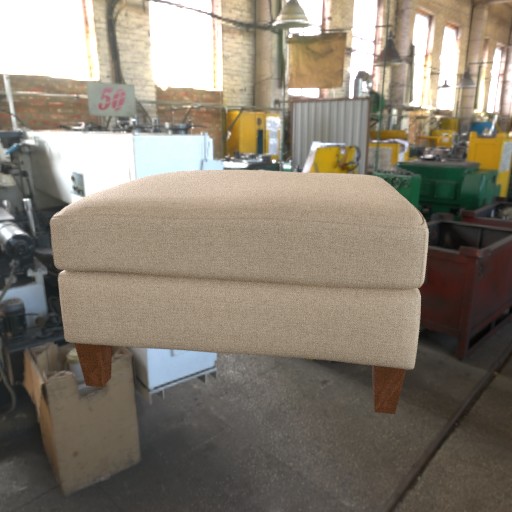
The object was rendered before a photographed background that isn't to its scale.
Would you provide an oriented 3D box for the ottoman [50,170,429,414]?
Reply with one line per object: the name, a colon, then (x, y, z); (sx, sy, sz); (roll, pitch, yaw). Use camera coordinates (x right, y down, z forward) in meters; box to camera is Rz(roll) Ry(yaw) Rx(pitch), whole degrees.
ottoman: (0.000, 0.000, 1.362); (0.838, 0.503, 0.838); (2, 16, 8)
